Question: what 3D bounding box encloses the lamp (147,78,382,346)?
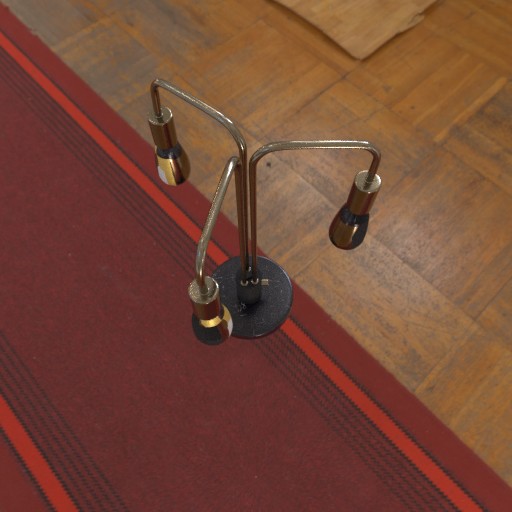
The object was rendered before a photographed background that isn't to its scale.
[{"bbox_3d":[0.000,0.000,0.795,0.368,0.560,0.355,1,64,1],"label":"lamp"}]
